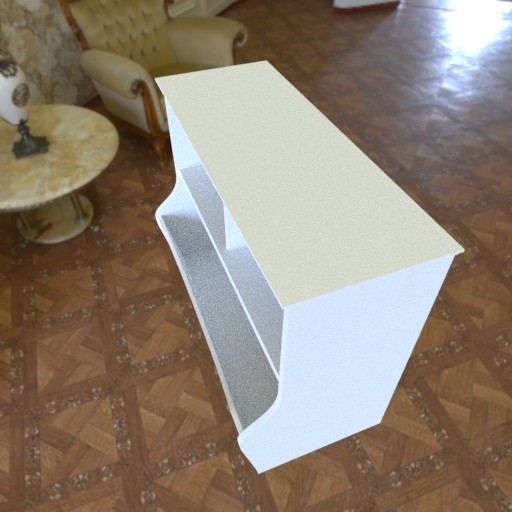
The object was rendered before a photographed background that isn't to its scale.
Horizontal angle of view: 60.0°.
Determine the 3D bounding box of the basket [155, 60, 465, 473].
[{"bbox_3d":[0.000,0.000,1.113,0.376,0.625,0.792,-16,47,-15],"label":"basket"}]
